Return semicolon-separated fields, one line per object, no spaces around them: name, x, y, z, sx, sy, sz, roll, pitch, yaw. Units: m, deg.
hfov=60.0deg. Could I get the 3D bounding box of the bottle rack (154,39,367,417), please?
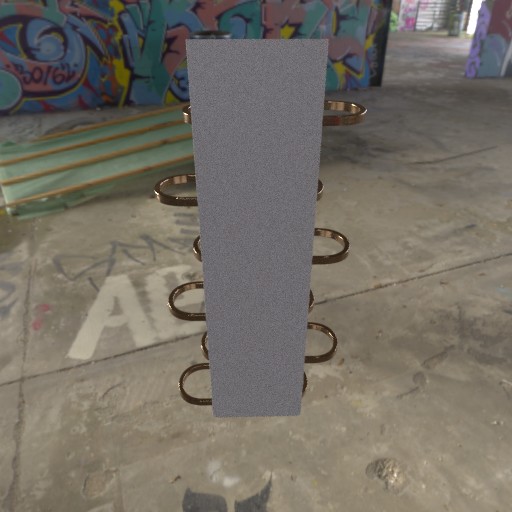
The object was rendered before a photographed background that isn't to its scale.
bottle rack;0.000;0.000;0.795;0.332;0.709;0.118;-1;31;-1
